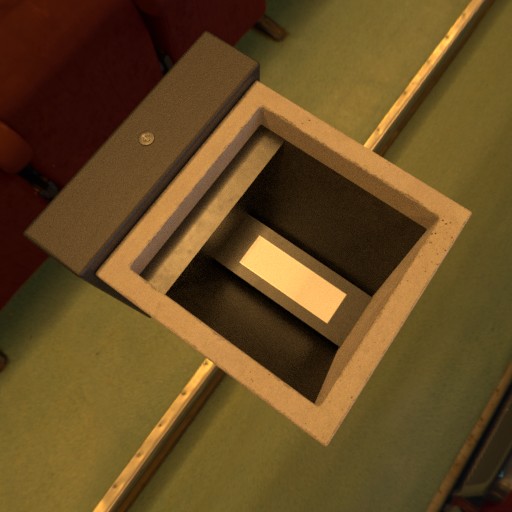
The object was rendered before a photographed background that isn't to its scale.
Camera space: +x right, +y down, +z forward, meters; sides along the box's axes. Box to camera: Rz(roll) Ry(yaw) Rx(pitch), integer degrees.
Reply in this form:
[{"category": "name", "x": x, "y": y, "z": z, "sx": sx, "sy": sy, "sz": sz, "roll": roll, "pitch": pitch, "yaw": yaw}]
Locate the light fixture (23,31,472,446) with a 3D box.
[{"category": "light fixture", "x": 0.000, "y": 0.000, "z": 0.235, "sx": 0.143, "sy": 0.121, "sz": 0.121, "roll": 35, "pitch": 77, "yaw": 9}]
